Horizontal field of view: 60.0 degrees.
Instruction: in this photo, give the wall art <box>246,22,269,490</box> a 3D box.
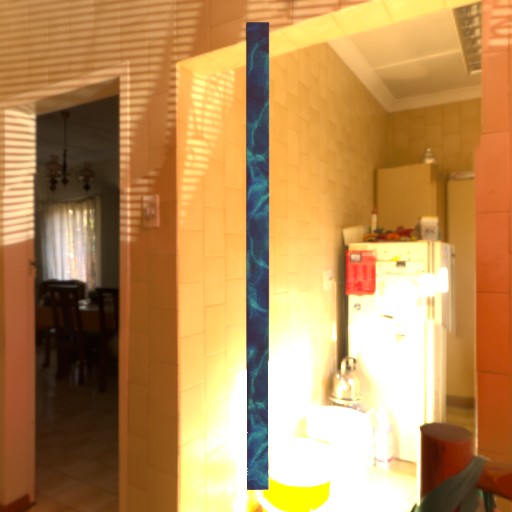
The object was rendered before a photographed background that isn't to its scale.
[{"bbox_3d":[0.000,0.000,1.024,0.038,0.760,0.609,0,0,0],"label":"wall art"}]
